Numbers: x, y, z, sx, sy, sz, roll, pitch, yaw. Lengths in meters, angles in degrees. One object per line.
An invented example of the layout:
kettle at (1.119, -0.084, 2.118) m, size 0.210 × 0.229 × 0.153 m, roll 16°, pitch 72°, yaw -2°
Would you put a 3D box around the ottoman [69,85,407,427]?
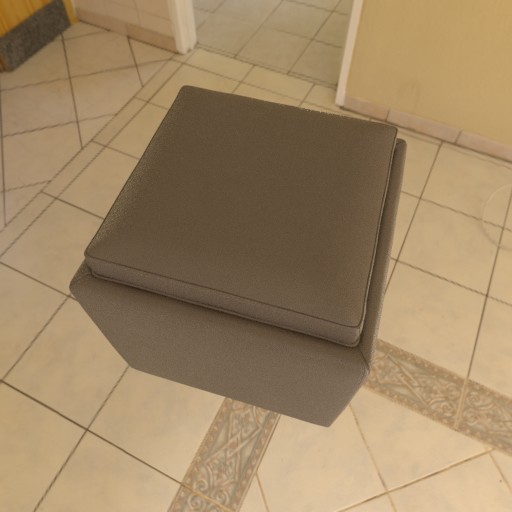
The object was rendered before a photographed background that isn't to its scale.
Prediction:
ottoman at (0.000, 0.000, 0.838) m, size 0.451 × 0.460 × 0.450 m, roll 14°, pitch 59°, yaw 9°
